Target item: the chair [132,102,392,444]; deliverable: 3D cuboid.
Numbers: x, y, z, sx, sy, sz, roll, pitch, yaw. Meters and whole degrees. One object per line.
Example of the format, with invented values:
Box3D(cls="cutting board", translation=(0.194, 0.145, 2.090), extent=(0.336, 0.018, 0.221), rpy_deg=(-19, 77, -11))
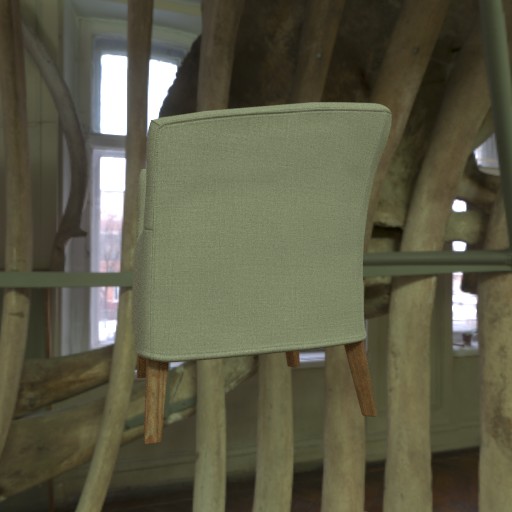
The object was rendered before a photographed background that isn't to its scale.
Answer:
Box3D(cls="chair", translation=(0.000, 0.000, 1.257), extent=(0.668, 0.771, 0.600), rpy_deg=(0, 0, -17))
